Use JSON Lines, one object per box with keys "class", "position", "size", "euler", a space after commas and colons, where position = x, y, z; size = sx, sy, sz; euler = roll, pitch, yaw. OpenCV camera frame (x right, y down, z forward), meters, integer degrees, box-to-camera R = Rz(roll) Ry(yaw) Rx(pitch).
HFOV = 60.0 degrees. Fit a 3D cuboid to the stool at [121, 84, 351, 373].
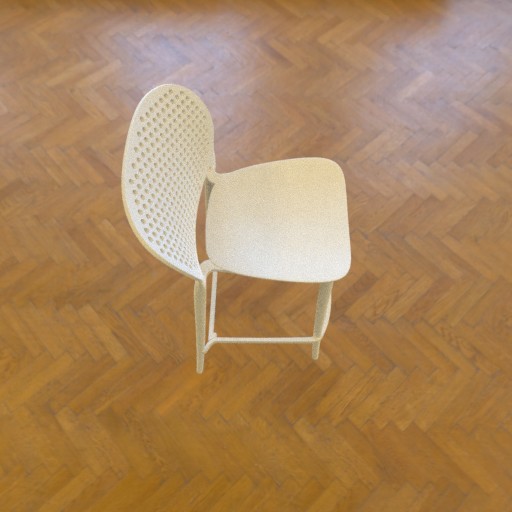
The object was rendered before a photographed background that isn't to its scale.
{"class": "stool", "position": [0.000, 0.000, 1.372], "size": [0.535, 1.045, 0.536], "euler": [1, 65, 1]}
